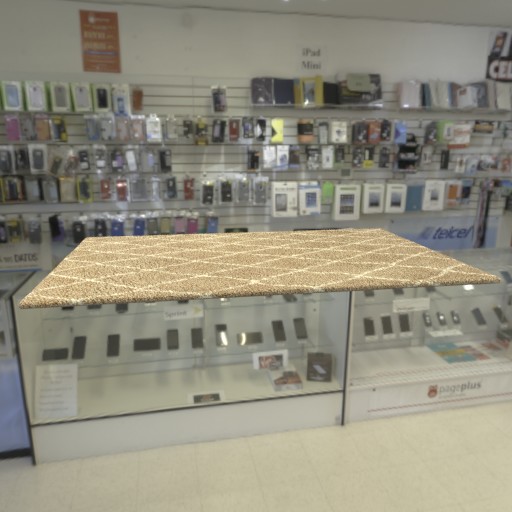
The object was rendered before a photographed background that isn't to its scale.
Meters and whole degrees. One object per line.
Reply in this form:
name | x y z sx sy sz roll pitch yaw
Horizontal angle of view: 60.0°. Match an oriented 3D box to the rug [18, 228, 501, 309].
rug | 0.000 0.000 2.920 2.438 0.030 1.524 -2 14 -9
